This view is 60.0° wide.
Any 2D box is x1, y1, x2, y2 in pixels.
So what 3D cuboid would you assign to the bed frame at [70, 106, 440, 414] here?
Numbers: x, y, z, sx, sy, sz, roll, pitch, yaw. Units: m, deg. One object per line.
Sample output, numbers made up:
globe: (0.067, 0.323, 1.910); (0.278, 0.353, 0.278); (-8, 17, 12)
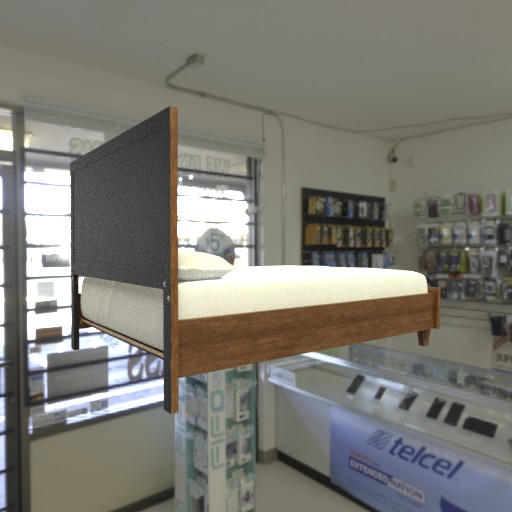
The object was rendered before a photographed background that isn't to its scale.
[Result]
bed frame: (0.000, 0.000, 3.393); (2.276, 1.417, 1.696); (-1, 1, -37)
